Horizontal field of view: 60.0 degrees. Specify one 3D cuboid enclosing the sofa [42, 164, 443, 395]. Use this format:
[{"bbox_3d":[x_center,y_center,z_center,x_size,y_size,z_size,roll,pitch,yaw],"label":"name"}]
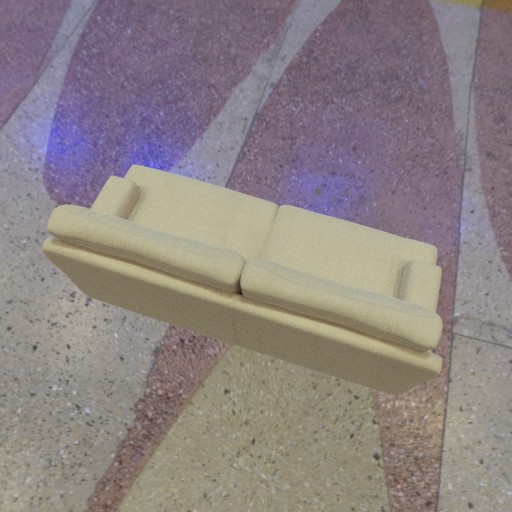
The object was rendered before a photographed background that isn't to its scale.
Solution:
[{"bbox_3d":[0.000,0.000,2.673,2.147,0.925,0.929,16,65,8],"label":"sofa"}]
